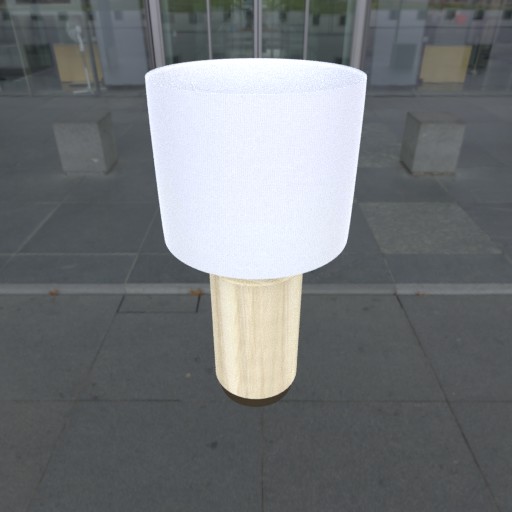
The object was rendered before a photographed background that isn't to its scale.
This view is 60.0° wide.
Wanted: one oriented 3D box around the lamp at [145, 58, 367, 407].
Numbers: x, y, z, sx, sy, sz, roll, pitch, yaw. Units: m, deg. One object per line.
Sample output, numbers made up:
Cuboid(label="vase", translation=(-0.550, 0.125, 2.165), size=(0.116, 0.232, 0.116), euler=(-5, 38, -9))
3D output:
Cuboid(label="lamp", translation=(0.000, 0.000, 0.575), size=(0.228, 0.444, 0.228), euler=(8, 32, 13))
